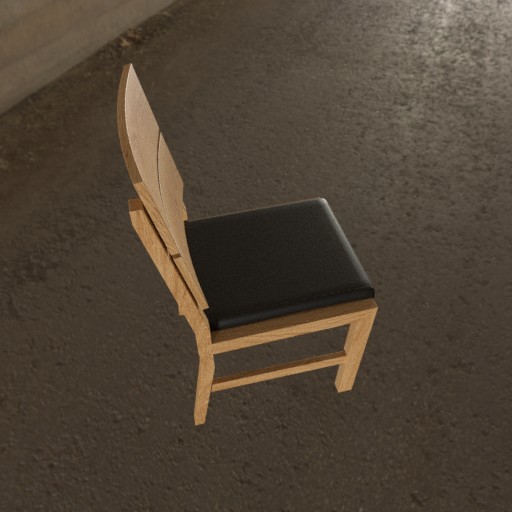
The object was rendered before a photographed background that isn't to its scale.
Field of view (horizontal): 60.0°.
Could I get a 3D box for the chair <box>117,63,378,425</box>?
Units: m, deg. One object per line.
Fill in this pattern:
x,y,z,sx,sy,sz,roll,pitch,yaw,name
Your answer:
0.000,0.000,1.266,0.569,0.950,0.475,-10,47,-9,chair
